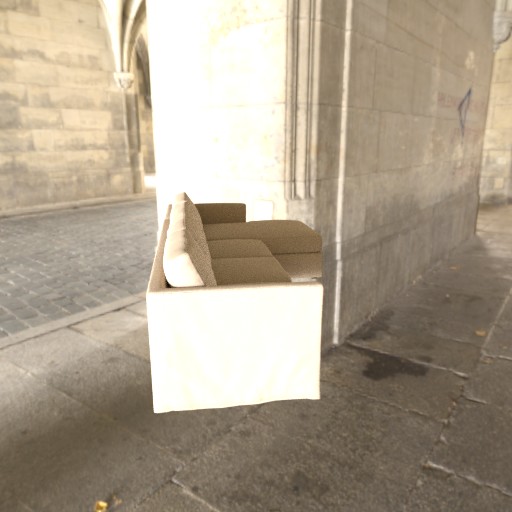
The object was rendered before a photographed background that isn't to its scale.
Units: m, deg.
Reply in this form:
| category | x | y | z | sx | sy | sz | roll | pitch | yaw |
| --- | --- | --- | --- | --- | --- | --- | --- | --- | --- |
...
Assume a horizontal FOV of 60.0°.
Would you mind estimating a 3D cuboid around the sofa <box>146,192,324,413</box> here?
| category | x | y | z | sx | sy | sz | roll | pitch | yaw |
| --- | --- | --- | --- | --- | --- | --- | --- | --- | --- |
| sofa | 0.000 | 0.000 | 3.903 | 1.622 | 0.871 | 3.206 | -2 | 15 | -9 |
